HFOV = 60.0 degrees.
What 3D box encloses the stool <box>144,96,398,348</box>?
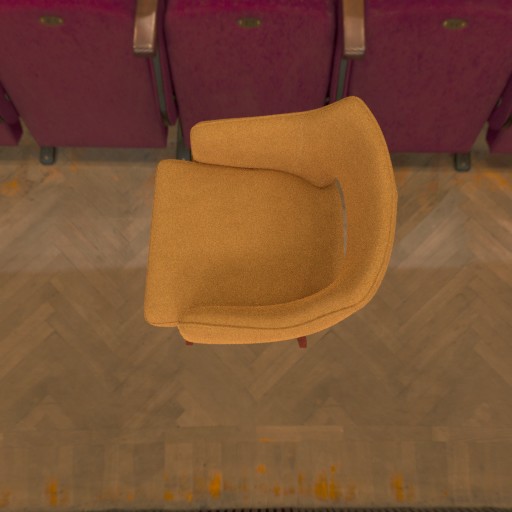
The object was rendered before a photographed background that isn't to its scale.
[{"bbox_3d":[0.000,0.000,1.329,0.558,1.012,0.548,1,75,0],"label":"stool"}]
